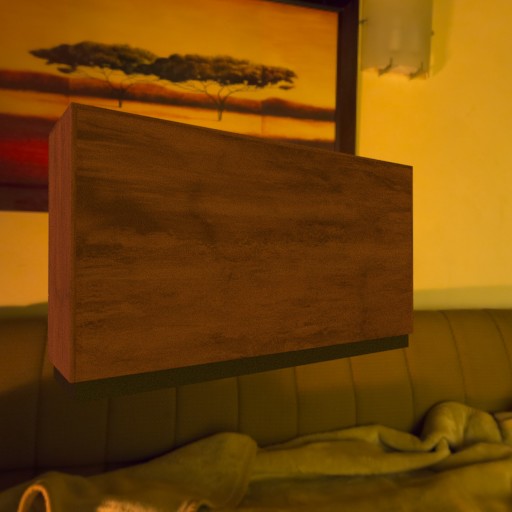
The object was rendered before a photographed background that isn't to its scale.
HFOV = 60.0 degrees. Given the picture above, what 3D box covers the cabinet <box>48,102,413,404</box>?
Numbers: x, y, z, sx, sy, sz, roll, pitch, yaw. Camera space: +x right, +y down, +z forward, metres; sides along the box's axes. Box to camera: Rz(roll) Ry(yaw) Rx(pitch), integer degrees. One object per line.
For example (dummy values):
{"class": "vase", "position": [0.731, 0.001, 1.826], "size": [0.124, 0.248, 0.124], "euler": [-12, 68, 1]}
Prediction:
{"class": "cabinet", "position": [0.000, 0.000, 1.929], "size": [1.600, 0.900, 0.420], "euler": [0, -1, -34]}
